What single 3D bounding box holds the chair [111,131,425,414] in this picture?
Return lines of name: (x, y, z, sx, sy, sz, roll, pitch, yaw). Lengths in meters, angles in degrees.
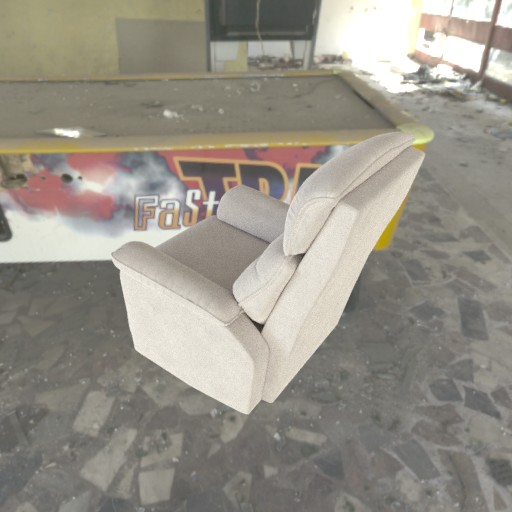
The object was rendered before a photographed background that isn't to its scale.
chair: (0.000, 0.000, 1.762, 1.001, 1.039, 0.820, 20, 37, 29)
